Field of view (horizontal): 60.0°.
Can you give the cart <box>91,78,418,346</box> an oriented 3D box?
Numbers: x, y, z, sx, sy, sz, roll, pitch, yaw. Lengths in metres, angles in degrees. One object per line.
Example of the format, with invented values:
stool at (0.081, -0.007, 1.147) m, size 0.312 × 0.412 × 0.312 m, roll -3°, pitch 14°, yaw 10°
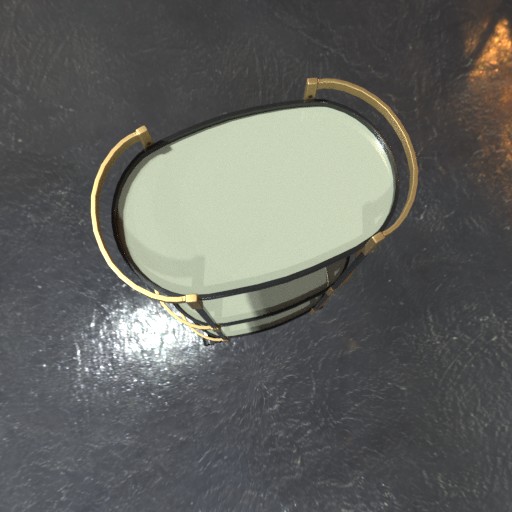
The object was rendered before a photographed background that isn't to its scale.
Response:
cart at (0.000, 0.000, 1.112) m, size 0.515 × 0.885 × 0.311 m, roll -18°, pitch 76°, yaw -5°
